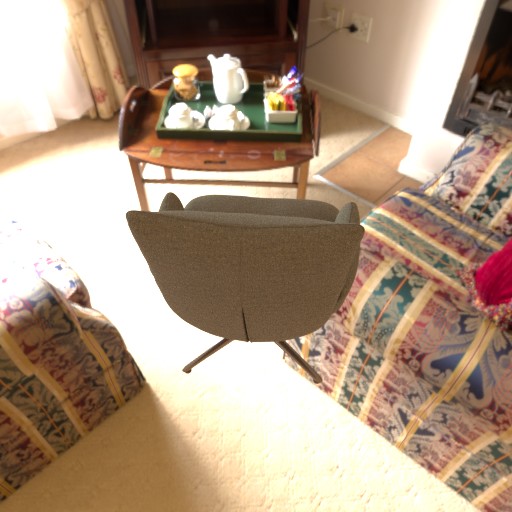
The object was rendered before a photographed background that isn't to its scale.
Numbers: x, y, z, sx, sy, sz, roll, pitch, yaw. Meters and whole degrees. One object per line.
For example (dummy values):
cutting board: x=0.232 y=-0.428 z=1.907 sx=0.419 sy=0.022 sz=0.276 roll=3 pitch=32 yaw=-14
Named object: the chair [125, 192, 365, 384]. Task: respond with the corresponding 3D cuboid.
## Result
chair: x=0.000 y=0.000 z=1.558 sx=0.702 sy=0.984 sz=0.831 roll=4 pitch=47 yaw=3
